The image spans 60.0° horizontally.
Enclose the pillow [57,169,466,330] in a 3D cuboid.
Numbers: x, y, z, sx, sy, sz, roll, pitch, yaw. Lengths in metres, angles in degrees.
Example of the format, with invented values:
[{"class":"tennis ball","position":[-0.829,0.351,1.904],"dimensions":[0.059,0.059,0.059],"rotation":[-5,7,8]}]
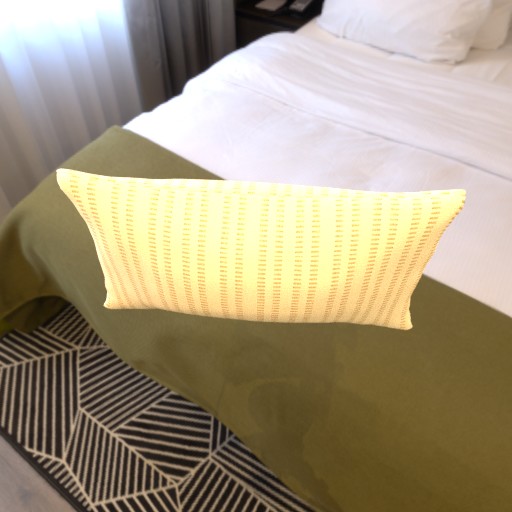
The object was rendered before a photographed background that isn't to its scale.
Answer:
[{"class":"pillow","position":[0.000,0.000,0.807],"dimensions":[0.640,0.353,0.210],"rotation":[3,48,3]}]
